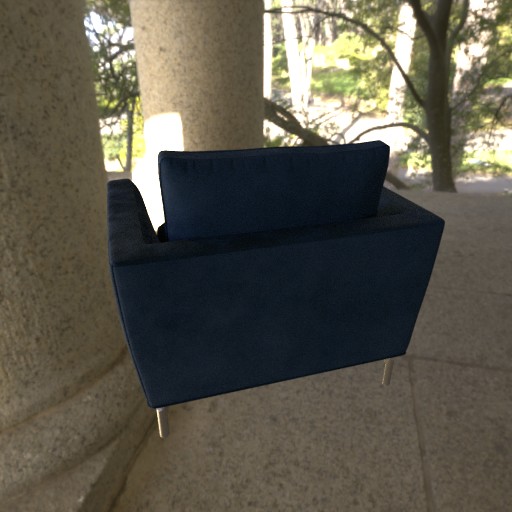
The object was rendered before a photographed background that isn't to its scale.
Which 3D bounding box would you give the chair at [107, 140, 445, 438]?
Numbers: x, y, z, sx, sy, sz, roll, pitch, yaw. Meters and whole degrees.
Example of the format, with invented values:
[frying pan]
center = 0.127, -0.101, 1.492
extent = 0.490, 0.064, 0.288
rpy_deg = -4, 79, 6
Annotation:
[chair]
center = 0.000, 0.000, 1.606
extent = 0.977, 0.893, 0.746
rpy_deg = -8, 27, -15
